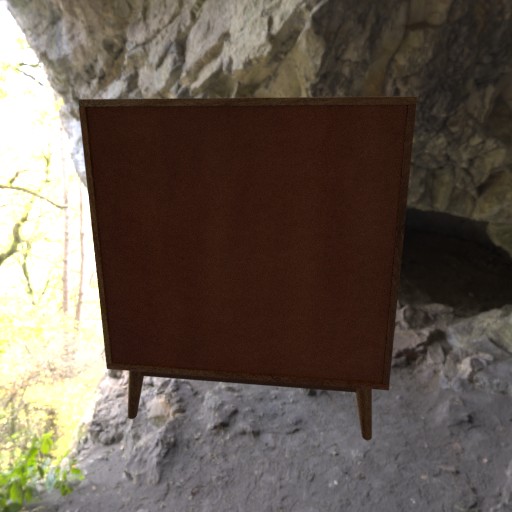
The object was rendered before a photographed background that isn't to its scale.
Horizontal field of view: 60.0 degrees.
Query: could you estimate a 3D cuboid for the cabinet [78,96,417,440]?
[{"bbox_3d":[0.000,0.000,1.166,0.647,0.758,0.473,2,16,8],"label":"cabinet"}]
